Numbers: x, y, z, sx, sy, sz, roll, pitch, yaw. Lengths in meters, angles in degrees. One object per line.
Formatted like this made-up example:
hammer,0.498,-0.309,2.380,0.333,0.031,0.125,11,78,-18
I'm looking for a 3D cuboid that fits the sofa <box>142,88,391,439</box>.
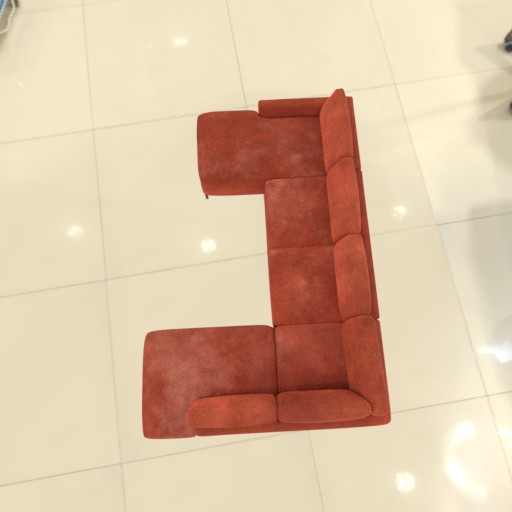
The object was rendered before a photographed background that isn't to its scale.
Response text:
sofa,0.000,0.000,3.958,1.981,0.858,2.971,-3,75,-1
